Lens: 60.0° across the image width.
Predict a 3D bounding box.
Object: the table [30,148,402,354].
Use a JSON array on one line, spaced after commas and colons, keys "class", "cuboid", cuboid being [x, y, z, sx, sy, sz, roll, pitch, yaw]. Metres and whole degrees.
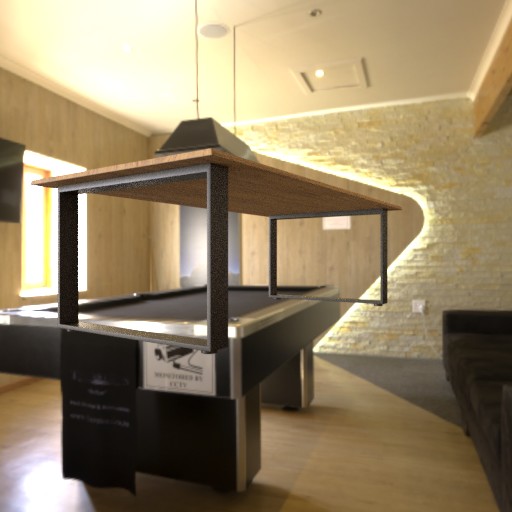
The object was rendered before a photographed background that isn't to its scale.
[{"class": "table", "cuboid": [0.000, 0.000, 1.650, 0.693, 0.445, 1.331, 0, 0, 34]}]
